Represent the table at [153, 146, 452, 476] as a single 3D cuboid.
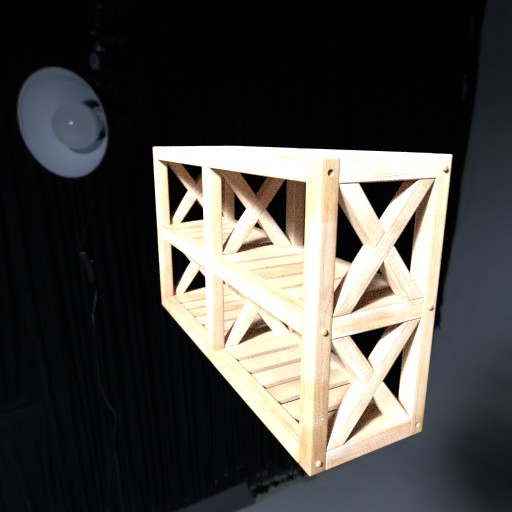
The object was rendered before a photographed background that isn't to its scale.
[{"bbox_3d":[0.000,0.000,1.629,0.381,0.762,1.320,-8,17,-26],"label":"table"}]
